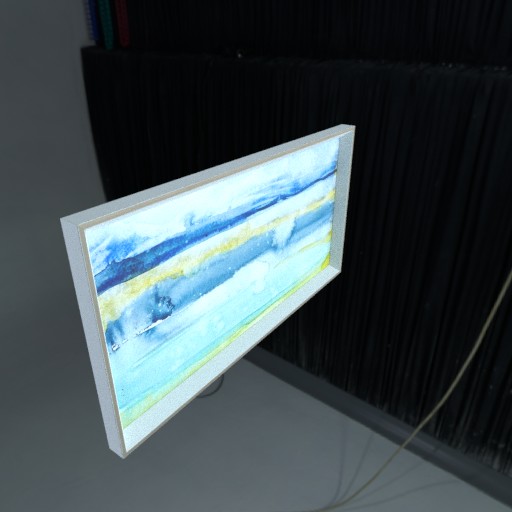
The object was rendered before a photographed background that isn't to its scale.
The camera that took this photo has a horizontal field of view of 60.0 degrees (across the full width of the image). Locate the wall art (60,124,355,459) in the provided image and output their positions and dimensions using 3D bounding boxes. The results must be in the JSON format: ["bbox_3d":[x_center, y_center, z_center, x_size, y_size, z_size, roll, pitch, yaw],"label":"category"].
[{"bbox_3d":[0.000,0.000,0.957,0.038,0.431,0.812,18,32,32],"label":"wall art"}]
